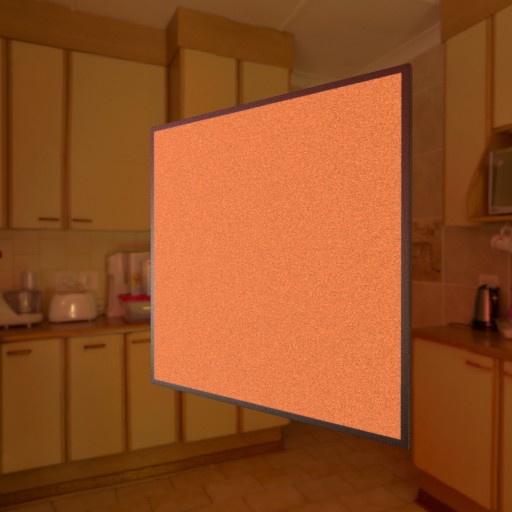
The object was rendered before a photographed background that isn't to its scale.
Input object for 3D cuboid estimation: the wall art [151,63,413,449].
[{"bbox_3d":[0.000,0.000,0.664,0.457,0.458,0.012,0,0,36],"label":"wall art"}]
